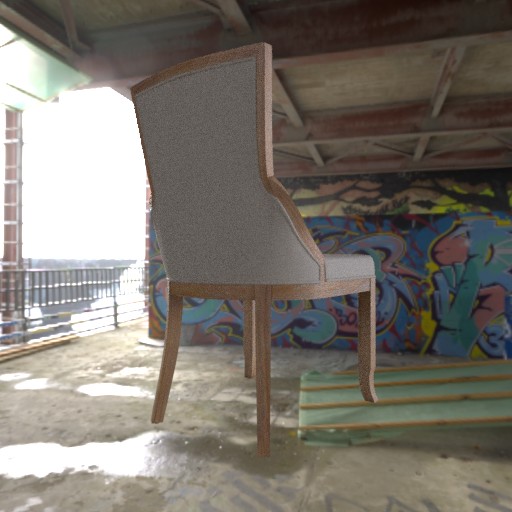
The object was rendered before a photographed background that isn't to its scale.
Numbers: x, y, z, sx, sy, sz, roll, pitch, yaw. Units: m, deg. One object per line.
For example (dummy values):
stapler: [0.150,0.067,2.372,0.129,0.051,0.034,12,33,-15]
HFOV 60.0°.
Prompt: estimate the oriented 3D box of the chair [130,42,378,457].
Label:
chair: [0.000,0.000,1.340,0.524,0.947,0.641,0,0,35]
